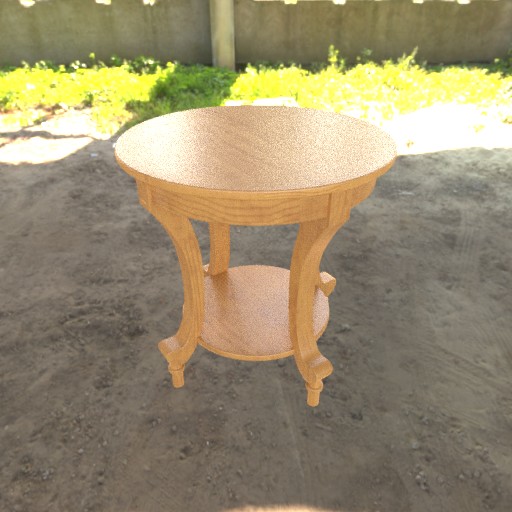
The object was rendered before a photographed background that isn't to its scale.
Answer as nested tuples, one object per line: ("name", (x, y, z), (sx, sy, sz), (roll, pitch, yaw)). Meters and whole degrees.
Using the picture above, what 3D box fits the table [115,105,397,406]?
("table", (0.000, 0.000, 1.127), (0.597, 0.612, 0.597), (0, 32, 0))
